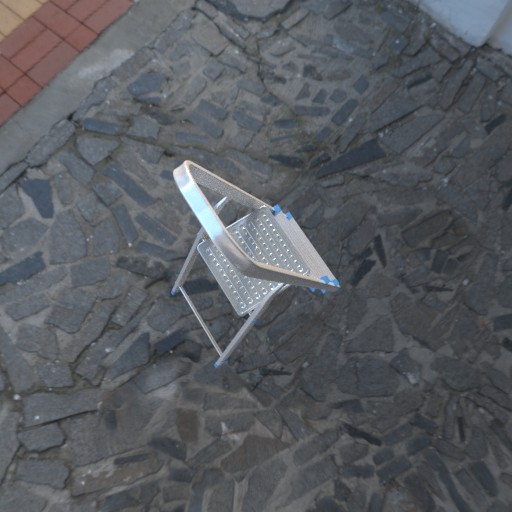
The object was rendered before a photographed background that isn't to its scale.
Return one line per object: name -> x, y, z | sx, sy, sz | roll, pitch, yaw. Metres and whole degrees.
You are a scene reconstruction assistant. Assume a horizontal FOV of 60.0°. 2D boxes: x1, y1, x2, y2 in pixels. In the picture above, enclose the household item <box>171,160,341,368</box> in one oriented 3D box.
household item -> 0.000, 0.000, 1.501 | 0.687, 1.215, 0.420 | -32, 77, -8
